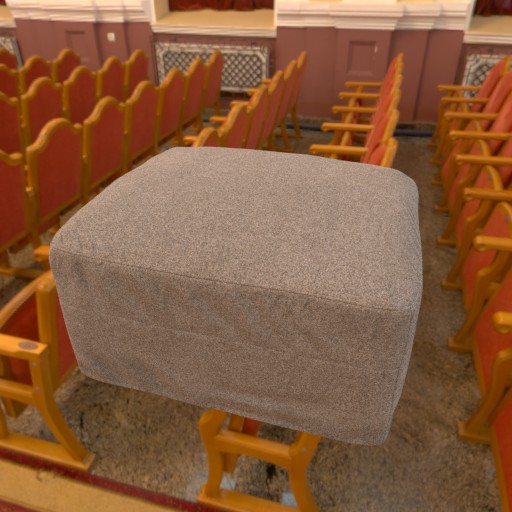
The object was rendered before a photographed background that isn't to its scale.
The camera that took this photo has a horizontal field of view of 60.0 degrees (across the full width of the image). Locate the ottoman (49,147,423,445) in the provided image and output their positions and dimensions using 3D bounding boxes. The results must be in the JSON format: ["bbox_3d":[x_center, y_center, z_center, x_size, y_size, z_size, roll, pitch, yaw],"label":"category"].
[{"bbox_3d":[0.000,0.000,1.211,0.837,0.481,0.683,9,34,14],"label":"ottoman"}]
